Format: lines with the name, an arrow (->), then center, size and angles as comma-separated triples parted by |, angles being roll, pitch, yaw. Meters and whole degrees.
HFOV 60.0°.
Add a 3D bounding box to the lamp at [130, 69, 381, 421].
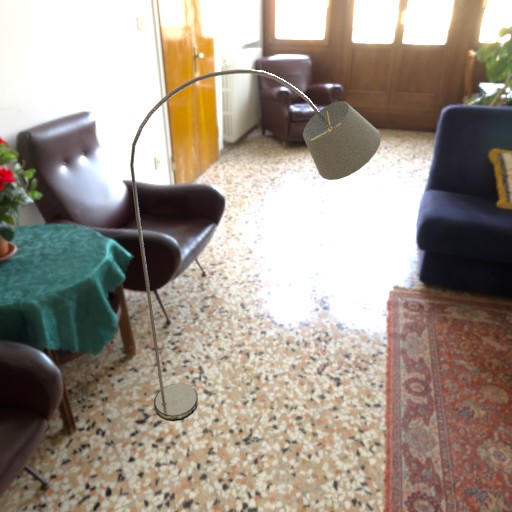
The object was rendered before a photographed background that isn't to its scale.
lamp -> 0.000, 0.000, 2.676 | 1.445, 2.098, 0.406 | -10, 31, -17
